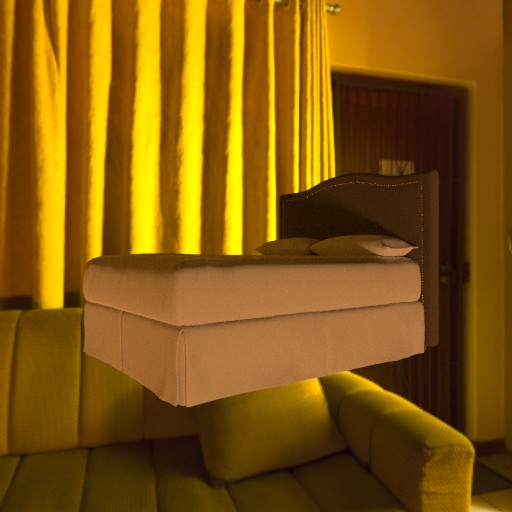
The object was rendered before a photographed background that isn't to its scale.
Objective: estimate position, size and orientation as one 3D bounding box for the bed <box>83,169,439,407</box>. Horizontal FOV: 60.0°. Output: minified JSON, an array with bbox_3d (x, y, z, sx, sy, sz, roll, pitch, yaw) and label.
[{"bbox_3d":[0.000,0.000,3.207,2.036,1.387,1.666,0,0,-37],"label":"bed"}]
